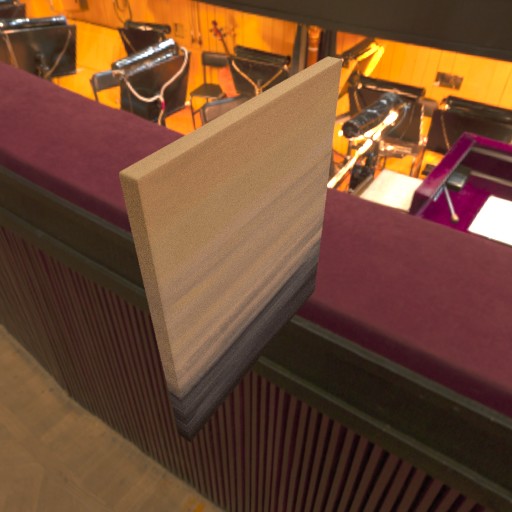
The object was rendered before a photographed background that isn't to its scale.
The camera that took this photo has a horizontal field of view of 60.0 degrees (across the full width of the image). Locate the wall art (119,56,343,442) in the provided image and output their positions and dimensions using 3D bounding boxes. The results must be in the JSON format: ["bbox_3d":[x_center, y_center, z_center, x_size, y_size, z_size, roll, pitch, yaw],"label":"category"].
[{"bbox_3d":[0.000,0.000,1.005,0.041,0.710,0.608,24,46,25],"label":"wall art"}]
